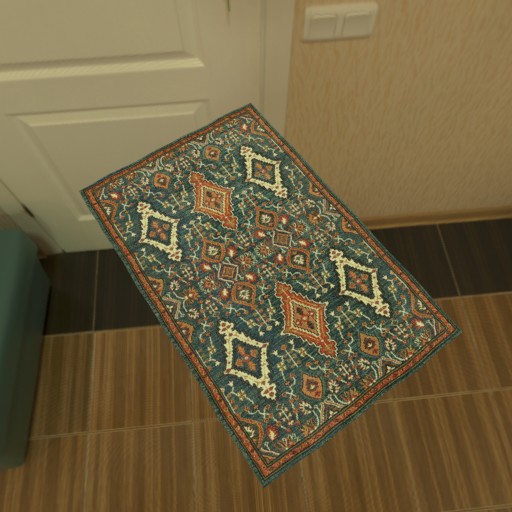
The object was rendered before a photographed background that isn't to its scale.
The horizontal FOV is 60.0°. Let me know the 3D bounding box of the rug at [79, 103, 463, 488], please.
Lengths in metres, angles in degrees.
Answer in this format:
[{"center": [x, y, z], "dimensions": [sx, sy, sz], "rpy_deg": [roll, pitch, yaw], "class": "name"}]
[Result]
[{"center": [0.000, 0.000, 4.273], "dimensions": [2.190, 0.008, 3.371], "rpy_deg": [-32, 68, -15], "class": "rug"}]
